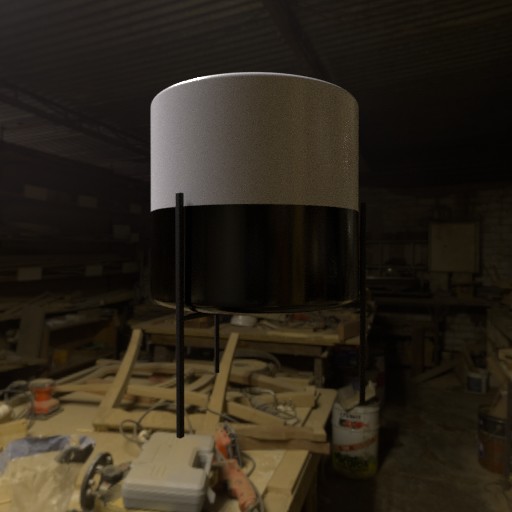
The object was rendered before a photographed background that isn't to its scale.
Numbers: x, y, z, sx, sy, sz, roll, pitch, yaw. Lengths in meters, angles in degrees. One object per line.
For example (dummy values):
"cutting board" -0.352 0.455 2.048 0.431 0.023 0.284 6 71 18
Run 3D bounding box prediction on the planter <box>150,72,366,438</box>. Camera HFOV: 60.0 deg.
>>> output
"planter" 0.000 0.000 0.658 0.310 0.432 0.310 0 1 19
